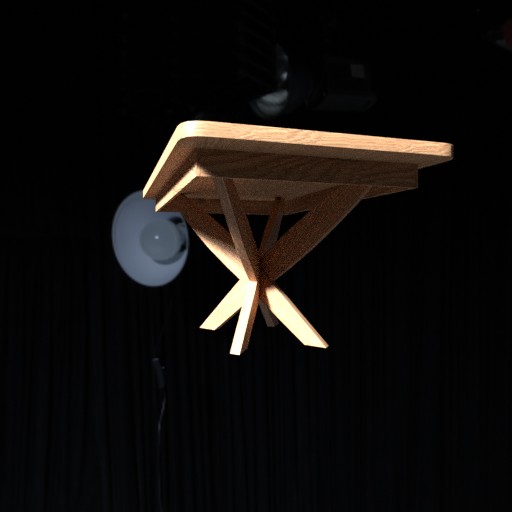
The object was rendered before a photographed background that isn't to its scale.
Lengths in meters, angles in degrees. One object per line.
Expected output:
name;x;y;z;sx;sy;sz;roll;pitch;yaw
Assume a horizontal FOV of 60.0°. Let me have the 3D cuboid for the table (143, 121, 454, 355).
table;0.000;0.000;2.121;0.950;0.770;1.600;0;1;-18
